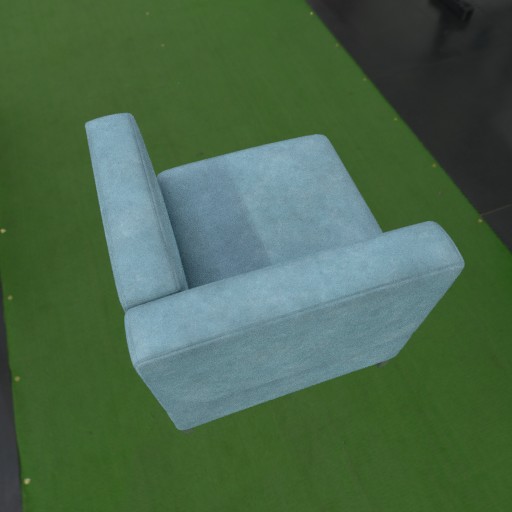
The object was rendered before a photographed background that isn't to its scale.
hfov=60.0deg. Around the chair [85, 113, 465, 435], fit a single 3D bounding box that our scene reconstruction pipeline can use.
[{"bbox_3d":[0.000,0.000,1.236,0.691,0.660,0.684,-16,59,-10],"label":"chair"}]
